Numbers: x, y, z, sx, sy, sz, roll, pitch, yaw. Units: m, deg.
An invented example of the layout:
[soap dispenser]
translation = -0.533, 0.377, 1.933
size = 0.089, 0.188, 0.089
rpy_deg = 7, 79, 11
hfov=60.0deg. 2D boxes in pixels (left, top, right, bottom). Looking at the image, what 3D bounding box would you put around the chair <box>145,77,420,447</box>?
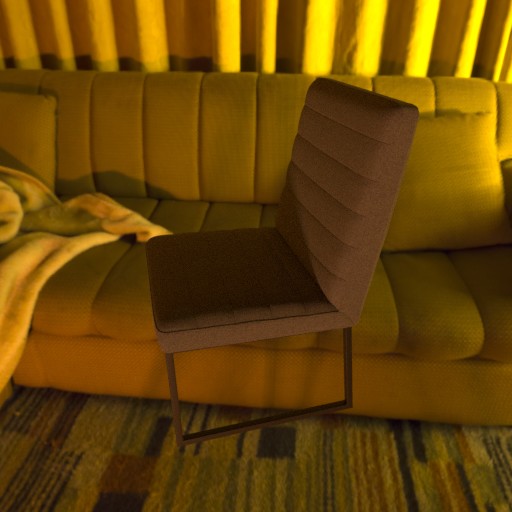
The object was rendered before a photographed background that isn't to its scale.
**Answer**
[chair]
translation = 0.000, 0.000, 1.320
size = 0.634, 0.930, 0.520
rpy_deg = -8, 30, -13
